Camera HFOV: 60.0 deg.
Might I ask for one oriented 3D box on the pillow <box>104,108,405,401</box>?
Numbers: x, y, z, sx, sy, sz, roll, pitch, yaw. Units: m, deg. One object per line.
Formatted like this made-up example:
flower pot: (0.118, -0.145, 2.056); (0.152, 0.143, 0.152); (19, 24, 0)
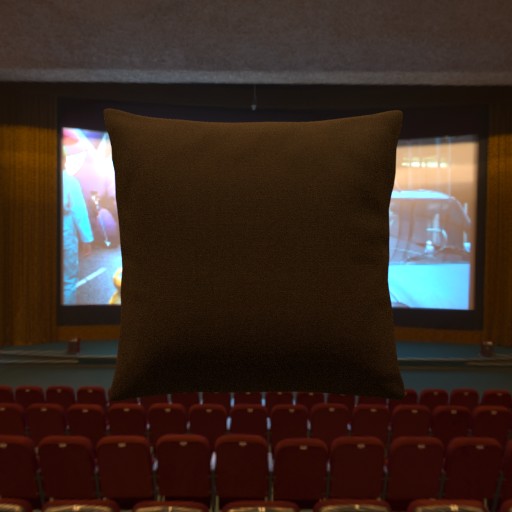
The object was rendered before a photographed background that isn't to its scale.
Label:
pillow: (0.000, 0.000, 0.772); (0.523, 0.506, 0.166); (0, 0, -1)
